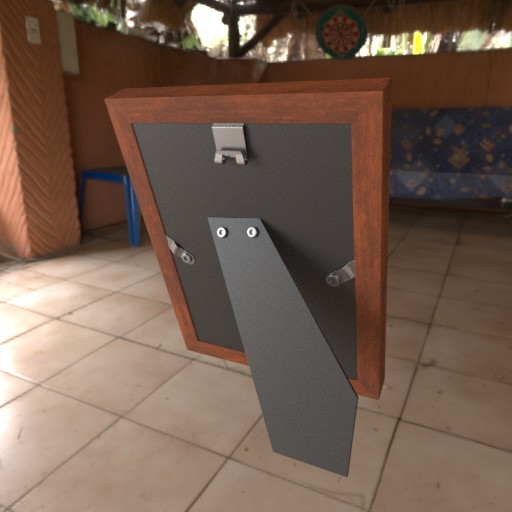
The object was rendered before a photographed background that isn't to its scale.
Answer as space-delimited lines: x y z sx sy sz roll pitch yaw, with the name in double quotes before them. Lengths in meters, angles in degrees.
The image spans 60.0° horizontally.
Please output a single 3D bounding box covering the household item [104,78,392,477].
"household item" 0.000 0.000 0.285 0.160 0.204 0.096 8 19 25
